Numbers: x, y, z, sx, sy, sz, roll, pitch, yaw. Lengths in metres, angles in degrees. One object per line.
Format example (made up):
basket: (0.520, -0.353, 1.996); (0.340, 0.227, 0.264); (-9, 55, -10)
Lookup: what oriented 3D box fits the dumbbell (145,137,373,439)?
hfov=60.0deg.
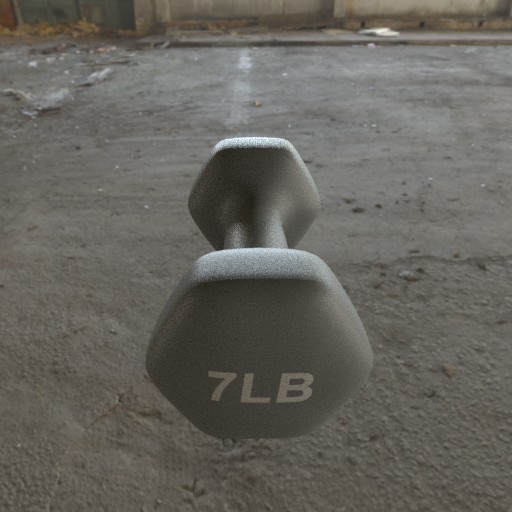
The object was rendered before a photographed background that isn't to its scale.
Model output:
dumbbell: (0.000, 0.000, 0.237); (0.090, 0.081, 0.184); (0, 32, 0)
